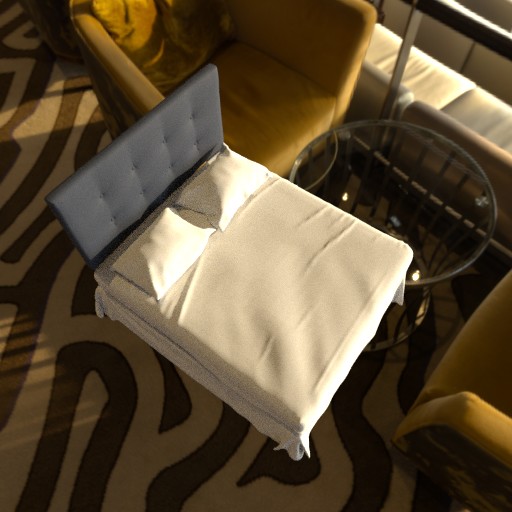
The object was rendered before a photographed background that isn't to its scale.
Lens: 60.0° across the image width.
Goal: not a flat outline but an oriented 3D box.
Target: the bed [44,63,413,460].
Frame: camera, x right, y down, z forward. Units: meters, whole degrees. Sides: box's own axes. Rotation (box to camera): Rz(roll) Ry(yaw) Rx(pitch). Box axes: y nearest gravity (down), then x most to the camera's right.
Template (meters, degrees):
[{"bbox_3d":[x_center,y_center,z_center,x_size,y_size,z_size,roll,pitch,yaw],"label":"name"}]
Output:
[{"bbox_3d":[0.000,0.000,3.404,2.222,1.577,1.936,32,64,18],"label":"bed"}]
